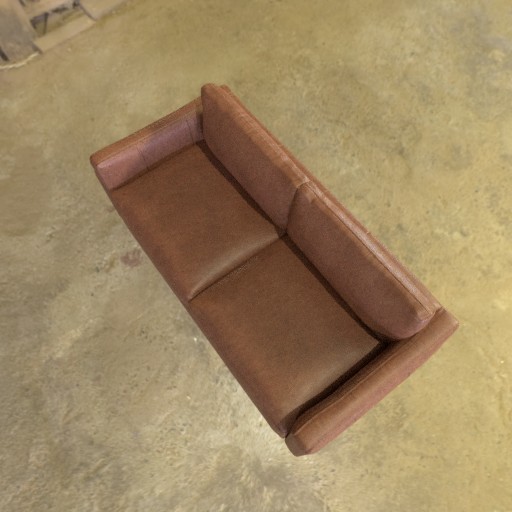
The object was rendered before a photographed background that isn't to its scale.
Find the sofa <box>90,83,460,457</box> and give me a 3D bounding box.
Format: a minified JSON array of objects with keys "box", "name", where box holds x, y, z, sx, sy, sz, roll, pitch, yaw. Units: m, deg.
[{"box":[0.000,0.000,2.287,0.899,0.883,1.797,-35,69,-15],"name":"sofa"}]
